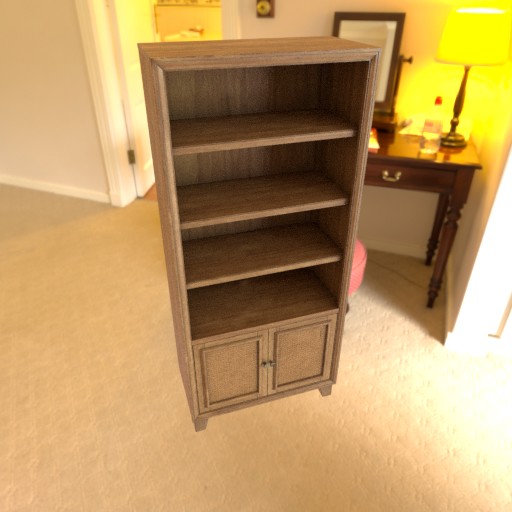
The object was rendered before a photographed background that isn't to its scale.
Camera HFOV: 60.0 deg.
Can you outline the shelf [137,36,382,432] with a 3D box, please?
[{"bbox_3d":[0.000,0.000,2.235,0.864,1.930,0.453,-10,33,-16],"label":"shelf"}]
